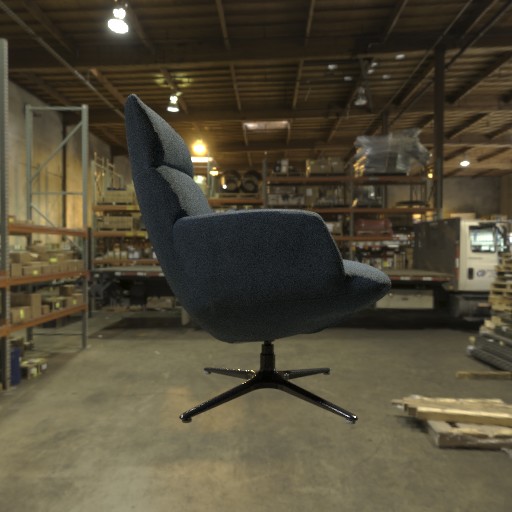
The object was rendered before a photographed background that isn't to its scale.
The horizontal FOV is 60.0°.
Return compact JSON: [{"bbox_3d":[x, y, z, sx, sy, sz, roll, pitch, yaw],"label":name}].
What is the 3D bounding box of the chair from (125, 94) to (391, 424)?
[{"bbox_3d":[0.000,0.000,1.625,0.889,1.016,0.711,0,1,1],"label":"chair"}]
